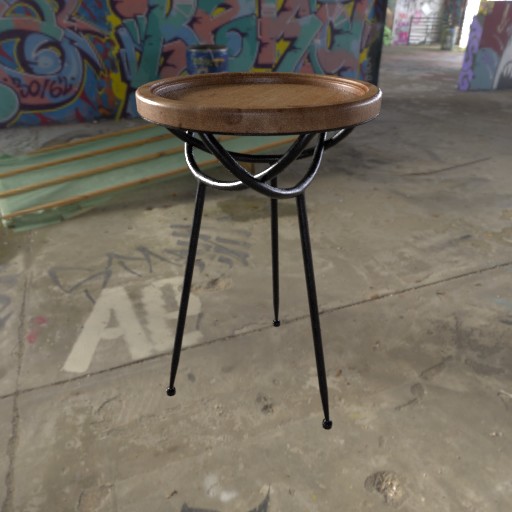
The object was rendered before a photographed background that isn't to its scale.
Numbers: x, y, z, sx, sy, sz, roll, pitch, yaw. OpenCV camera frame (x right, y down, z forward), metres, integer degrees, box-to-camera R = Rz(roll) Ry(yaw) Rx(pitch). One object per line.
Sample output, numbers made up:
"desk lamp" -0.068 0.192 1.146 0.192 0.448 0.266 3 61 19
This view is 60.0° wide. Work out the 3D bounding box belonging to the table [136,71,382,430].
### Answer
"table" 0.000 0.000 0.917 0.418 0.664 0.414 -1 29 -2
